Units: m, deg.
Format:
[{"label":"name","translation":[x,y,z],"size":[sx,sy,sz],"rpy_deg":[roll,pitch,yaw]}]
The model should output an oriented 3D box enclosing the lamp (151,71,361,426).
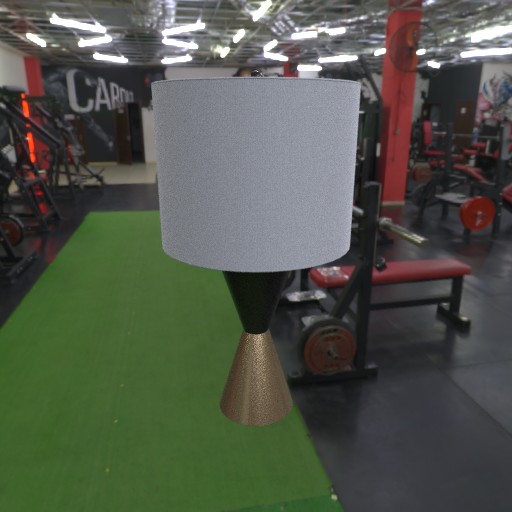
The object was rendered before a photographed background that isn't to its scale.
[{"label":"lamp","translation":[0.000,0.000,0.741],"size":[0.304,0.573,0.304],"rpy_deg":[-3,18,-8]}]
